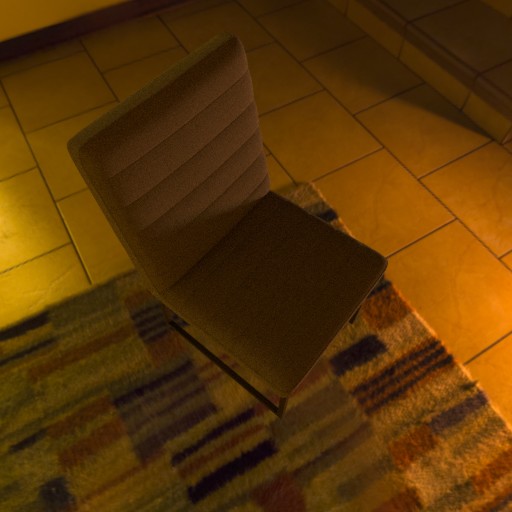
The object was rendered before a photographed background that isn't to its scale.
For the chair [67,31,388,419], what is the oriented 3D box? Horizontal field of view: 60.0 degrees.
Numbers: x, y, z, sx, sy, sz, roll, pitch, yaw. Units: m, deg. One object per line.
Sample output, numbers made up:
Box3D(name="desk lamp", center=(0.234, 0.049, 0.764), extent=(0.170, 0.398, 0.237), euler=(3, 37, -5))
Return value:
Box3D(name="chair", center=(0.000, 0.000, 1.296), extent=(0.634, 0.930, 0.520), euler=(35, 65, 19))
